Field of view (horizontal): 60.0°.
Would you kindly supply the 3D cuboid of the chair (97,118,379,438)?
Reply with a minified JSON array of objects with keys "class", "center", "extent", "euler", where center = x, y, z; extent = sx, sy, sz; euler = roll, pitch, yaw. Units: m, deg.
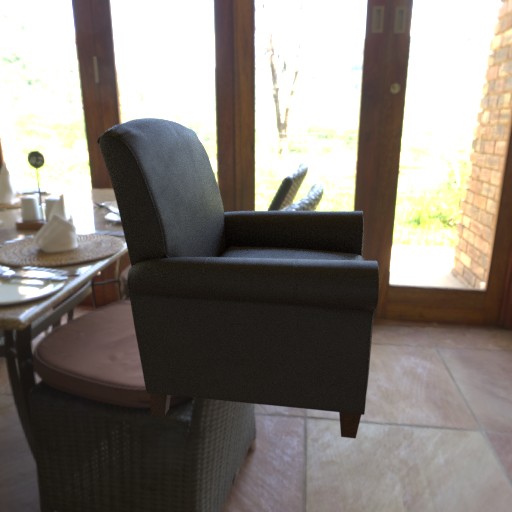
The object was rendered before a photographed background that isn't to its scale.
[{"class":"chair","center":[0.000,0.000,1.780],"extent":[0.902,1.061,0.978],"euler":[3,16,10]}]
